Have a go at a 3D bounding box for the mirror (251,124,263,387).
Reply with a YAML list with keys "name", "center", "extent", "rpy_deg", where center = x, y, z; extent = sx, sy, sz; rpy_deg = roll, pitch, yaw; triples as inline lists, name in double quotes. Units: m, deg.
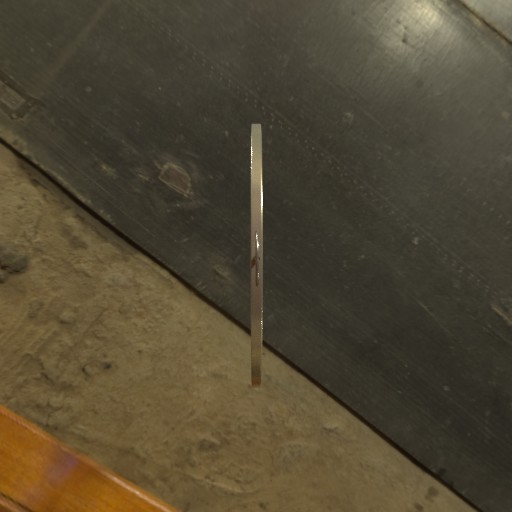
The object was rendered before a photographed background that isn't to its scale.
- name: "mirror"
  center: [0.000, 0.000, 0.983]
  extent: [0.020, 0.713, 0.594]
  rpy_deg: [0, 91, 0]
